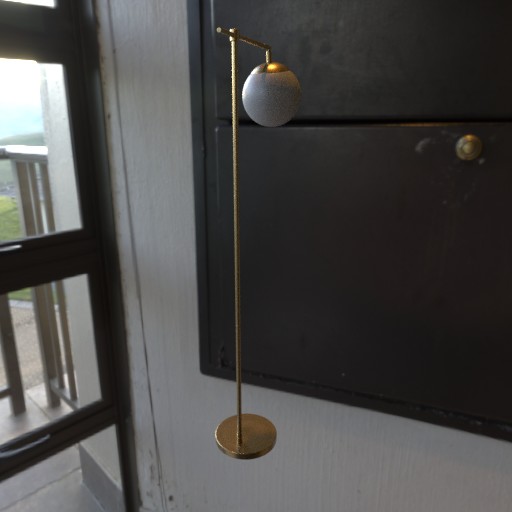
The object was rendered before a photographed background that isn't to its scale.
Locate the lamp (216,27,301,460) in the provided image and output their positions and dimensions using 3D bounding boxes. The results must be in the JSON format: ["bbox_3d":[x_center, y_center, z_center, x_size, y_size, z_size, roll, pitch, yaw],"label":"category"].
[{"bbox_3d":[0.000,0.000,1.680,0.249,1.505,0.476,8,18,25],"label":"lamp"}]
